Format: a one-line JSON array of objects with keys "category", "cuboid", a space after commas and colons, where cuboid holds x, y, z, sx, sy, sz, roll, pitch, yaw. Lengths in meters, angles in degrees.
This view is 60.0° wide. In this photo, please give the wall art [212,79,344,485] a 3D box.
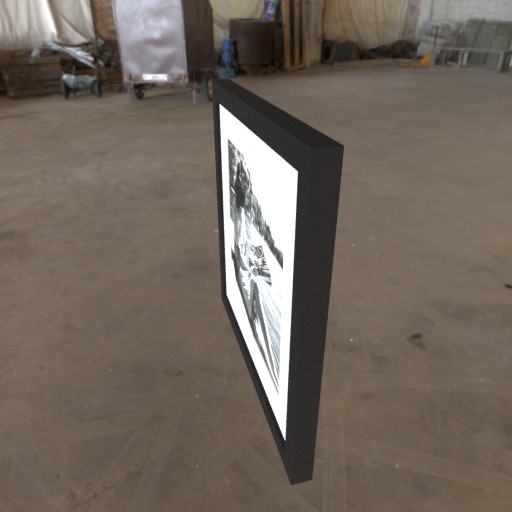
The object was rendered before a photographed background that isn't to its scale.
[{"category": "wall art", "cuboid": [0.000, 0.000, 0.687, 0.030, 0.458, 0.462, -8, 30, -14]}]
